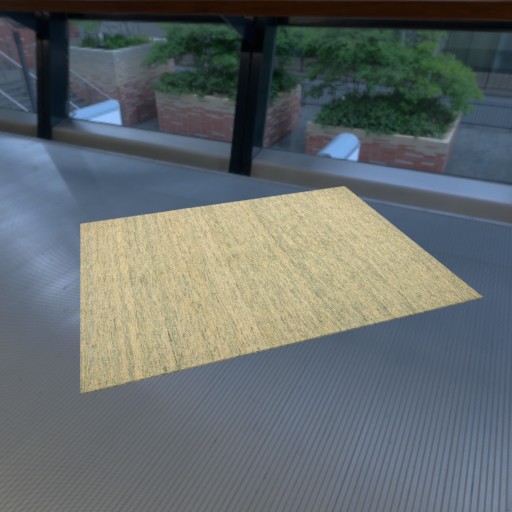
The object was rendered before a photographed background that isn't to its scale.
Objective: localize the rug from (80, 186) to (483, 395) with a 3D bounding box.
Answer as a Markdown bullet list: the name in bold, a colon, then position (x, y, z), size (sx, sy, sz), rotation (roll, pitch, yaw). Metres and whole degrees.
- **rug**: position (0.000, 0.000, 4.256), size (3.201, 0.014, 2.437), rotation (-10, 34, -16)
